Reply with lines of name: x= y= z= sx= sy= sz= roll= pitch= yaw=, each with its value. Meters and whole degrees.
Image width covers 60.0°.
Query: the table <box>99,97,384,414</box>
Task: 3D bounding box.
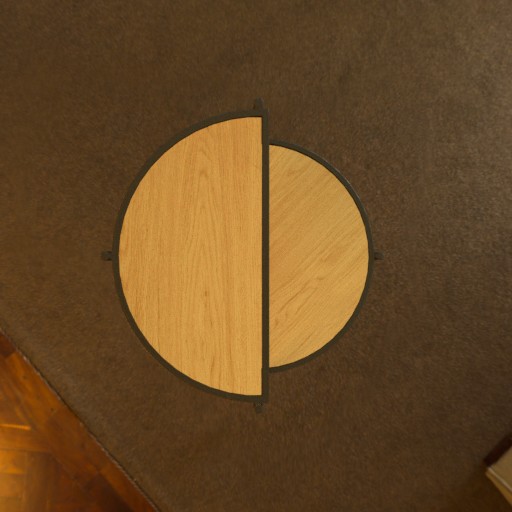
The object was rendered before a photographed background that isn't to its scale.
table: x=0.000 y=0.000 z=1.206 sx=0.628 sy=0.684 sz=0.629 roll=0 pitch=90 yaw=-1
